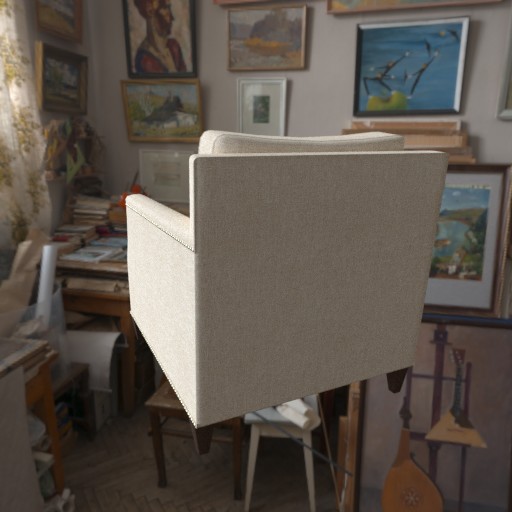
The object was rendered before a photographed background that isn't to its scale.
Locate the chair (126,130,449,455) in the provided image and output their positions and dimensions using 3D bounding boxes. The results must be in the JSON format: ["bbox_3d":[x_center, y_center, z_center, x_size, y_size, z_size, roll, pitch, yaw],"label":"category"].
[{"bbox_3d":[0.000,0.000,1.749,0.838,0.940,1.041,-7,16,-25],"label":"chair"}]
